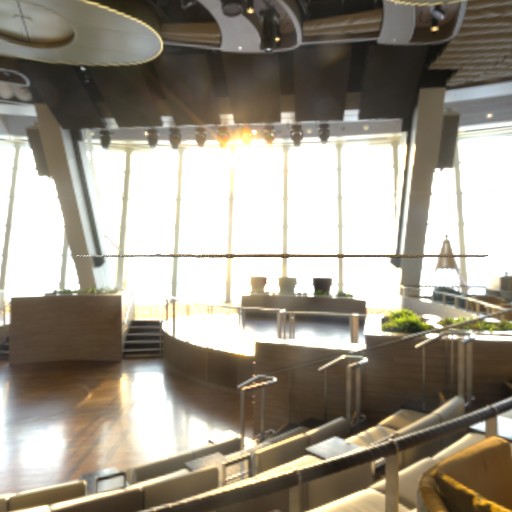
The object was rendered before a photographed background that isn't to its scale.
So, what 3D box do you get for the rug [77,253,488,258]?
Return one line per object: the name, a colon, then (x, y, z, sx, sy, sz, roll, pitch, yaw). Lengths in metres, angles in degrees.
rug: (0.000, 0.000, 4.795, 2.734, 0.037, 3.659, 0, 0, -38)
